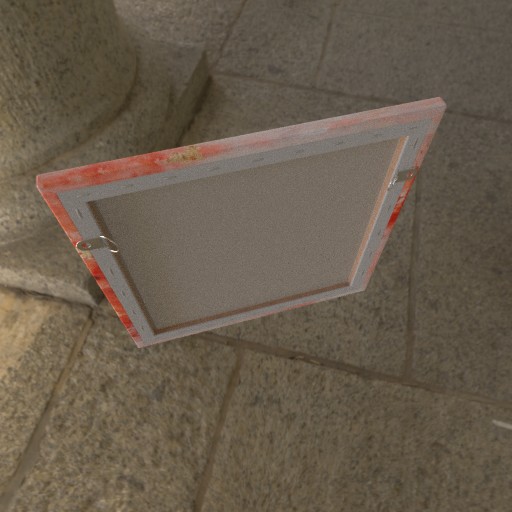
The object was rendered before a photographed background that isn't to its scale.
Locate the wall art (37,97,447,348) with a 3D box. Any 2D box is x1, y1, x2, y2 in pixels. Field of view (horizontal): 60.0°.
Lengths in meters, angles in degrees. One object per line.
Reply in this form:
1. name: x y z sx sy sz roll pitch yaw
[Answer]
1. wall art: 0.000 0.000 1.286 0.878 0.878 0.066 -13 59 -8
